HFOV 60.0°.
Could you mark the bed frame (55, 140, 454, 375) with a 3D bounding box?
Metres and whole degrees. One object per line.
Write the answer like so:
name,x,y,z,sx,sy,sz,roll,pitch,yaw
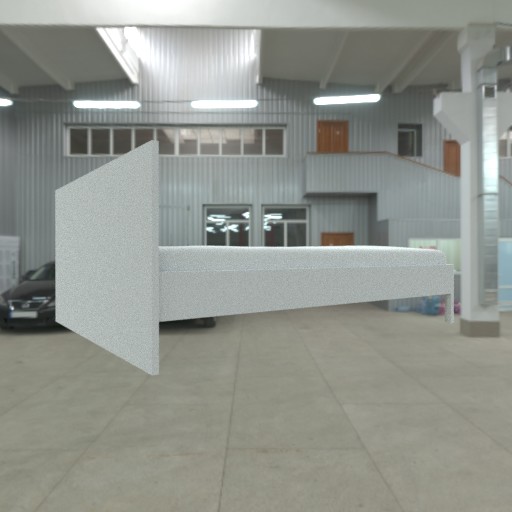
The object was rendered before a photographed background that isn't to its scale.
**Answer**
bed frame,0.000,0.000,2.680,1.950,0.800,1.490,0,0,-36
